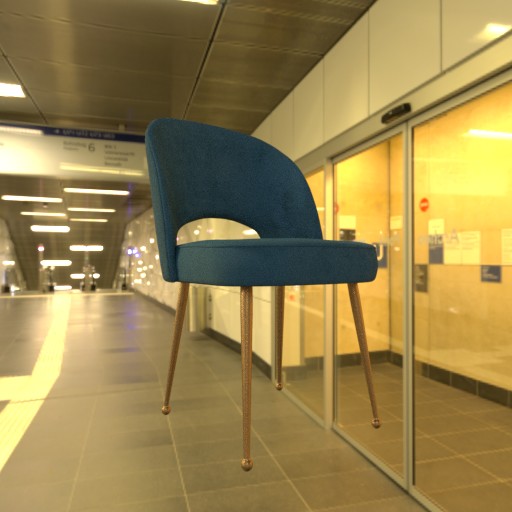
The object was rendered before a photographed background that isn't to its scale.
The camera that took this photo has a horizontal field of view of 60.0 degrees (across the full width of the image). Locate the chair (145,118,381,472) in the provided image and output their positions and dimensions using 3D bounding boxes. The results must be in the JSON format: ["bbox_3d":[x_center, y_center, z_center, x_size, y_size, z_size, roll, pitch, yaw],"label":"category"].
[{"bbox_3d":[0.000,0.000,1.203,0.527,0.860,0.577,0,-1,-35],"label":"chair"}]
